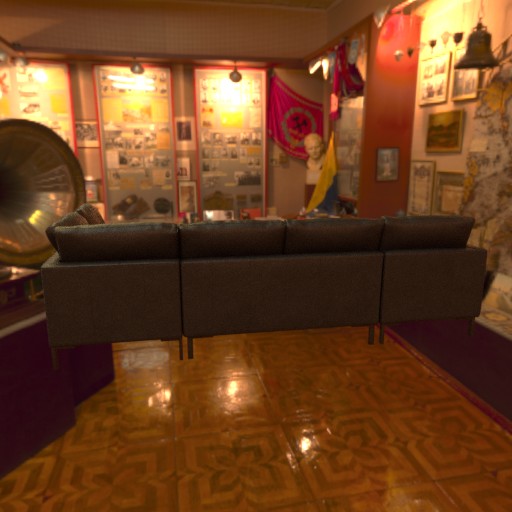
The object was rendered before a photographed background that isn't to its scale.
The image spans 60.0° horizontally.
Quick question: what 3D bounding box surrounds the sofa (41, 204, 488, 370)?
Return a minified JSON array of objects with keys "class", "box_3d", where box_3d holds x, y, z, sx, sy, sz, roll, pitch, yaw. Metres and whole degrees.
[{"class":"sofa","box_3d":[0.000,0.000,3.786,2.956,0.900,1.939,-2,13,-10]}]
